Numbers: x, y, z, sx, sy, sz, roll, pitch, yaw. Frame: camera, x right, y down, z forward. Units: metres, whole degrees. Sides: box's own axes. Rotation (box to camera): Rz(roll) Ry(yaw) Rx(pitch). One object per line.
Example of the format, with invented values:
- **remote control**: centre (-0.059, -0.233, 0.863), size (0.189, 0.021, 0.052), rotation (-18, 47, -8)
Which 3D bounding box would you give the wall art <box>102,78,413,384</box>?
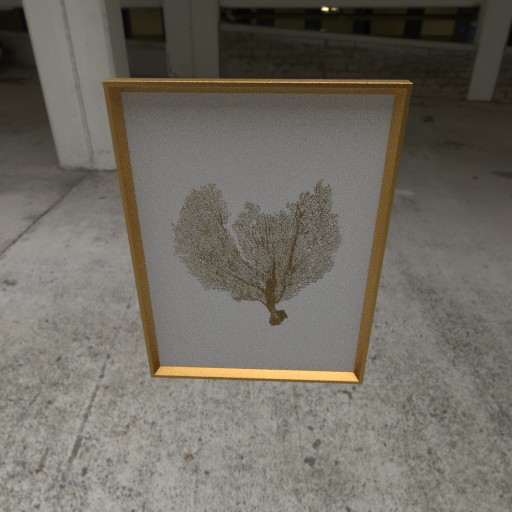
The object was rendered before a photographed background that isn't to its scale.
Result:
- **wall art**: centre (0.000, 0.000, 1.089), size (0.610, 0.812, 0.038), rotation (1, 30, 2)
